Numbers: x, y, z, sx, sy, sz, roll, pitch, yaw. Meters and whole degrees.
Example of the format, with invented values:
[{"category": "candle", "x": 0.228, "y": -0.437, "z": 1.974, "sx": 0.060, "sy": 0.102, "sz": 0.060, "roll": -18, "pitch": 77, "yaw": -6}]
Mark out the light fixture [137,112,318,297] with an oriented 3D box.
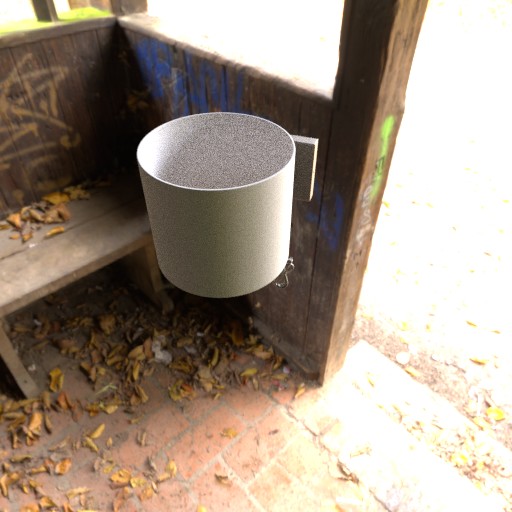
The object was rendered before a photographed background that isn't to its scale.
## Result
[{"category": "light fixture", "x": 0.000, "y": 0.000, "z": 0.901, "sx": 0.203, "sy": 0.651, "sz": 0.516, "roll": 13, "pitch": 44, "yaw": 14}]
